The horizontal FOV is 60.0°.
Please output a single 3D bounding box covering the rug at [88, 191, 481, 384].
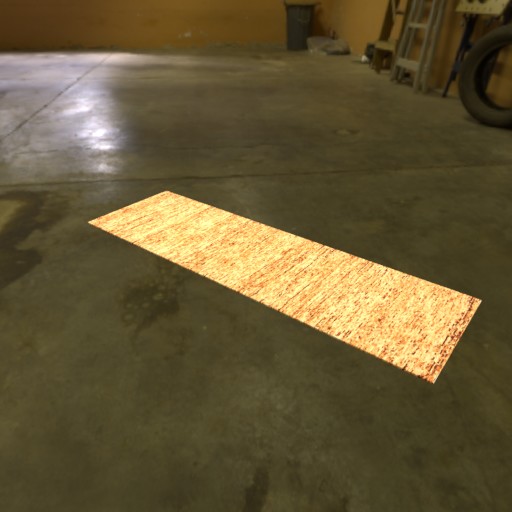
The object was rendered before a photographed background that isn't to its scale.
[{"bbox_3d":[0.000,0.000,2.504,2.237,0.014,0.680,22,37,32],"label":"rug"}]
